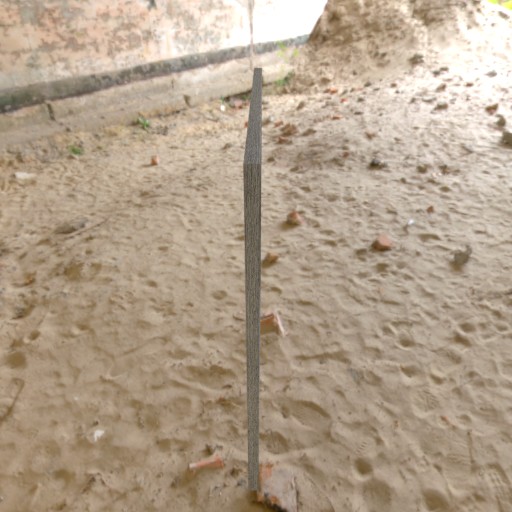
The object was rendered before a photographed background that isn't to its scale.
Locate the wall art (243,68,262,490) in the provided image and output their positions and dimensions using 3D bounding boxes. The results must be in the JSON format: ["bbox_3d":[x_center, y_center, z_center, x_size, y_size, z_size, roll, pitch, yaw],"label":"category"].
[{"bbox_3d":[0.000,0.000,1.001,0.020,0.685,0.685,0,32,1],"label":"wall art"}]
